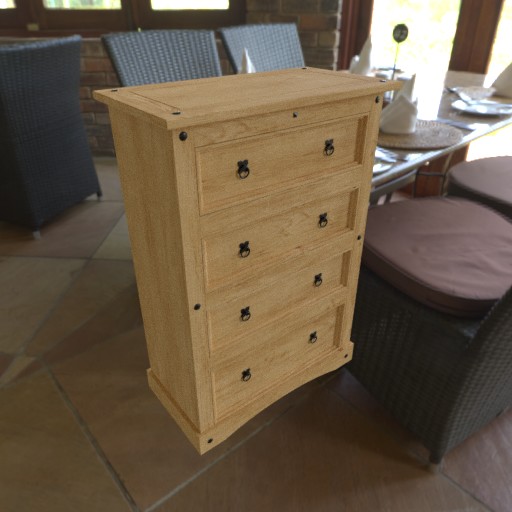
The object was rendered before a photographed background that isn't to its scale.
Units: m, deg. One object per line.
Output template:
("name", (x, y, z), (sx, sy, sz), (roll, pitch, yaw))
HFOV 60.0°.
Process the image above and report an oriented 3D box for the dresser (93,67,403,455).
("dresser", (0.000, 0.000, 1.780), (0.915, 1.300, 0.485), (-21, 36, -32))
